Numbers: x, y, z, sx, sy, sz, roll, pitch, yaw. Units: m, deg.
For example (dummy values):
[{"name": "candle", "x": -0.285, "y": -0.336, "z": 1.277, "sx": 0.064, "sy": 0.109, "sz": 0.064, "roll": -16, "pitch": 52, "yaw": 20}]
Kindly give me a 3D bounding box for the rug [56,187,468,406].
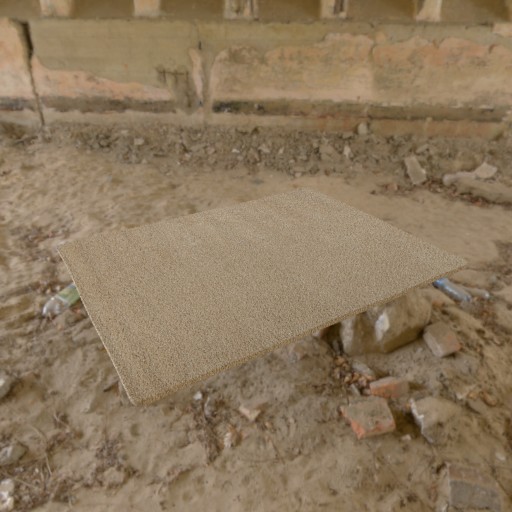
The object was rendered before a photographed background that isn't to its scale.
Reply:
[{"name": "rug", "x": 0.000, "y": 0.000, "z": 2.130, "sx": 1.600, "sy": 0.025, "sz": 1.199, "roll": -17, "pitch": 33, "yaw": -28}]
